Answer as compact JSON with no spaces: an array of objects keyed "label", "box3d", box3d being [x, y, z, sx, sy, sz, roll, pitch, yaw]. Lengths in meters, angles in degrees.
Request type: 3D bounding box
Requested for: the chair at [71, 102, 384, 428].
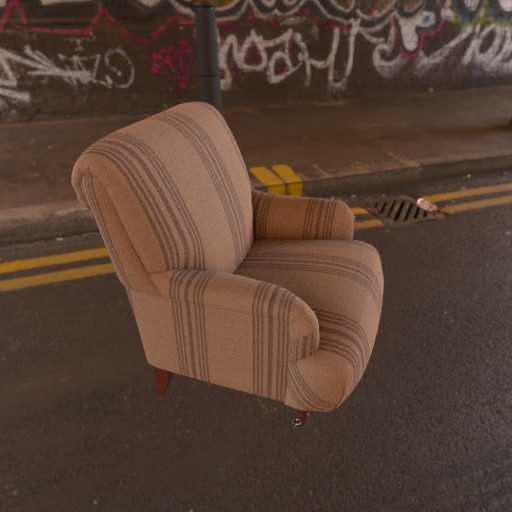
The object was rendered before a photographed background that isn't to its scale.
[{"label":"chair","box3d":[0.000,0.000,1.591,0.914,0.940,0.813,10,32,16]}]
